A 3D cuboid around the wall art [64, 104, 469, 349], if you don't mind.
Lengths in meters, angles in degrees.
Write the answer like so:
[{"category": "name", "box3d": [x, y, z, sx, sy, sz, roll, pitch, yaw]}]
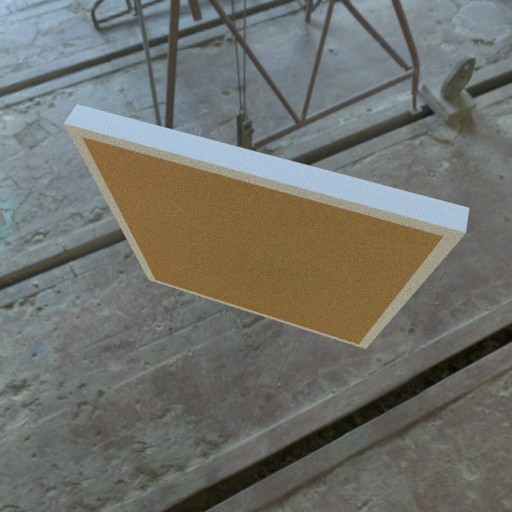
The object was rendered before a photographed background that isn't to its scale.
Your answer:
[{"category": "wall art", "box3d": [0.000, 0.000, 0.767, 0.508, 0.507, 0.035, 17, 65, 8]}]
